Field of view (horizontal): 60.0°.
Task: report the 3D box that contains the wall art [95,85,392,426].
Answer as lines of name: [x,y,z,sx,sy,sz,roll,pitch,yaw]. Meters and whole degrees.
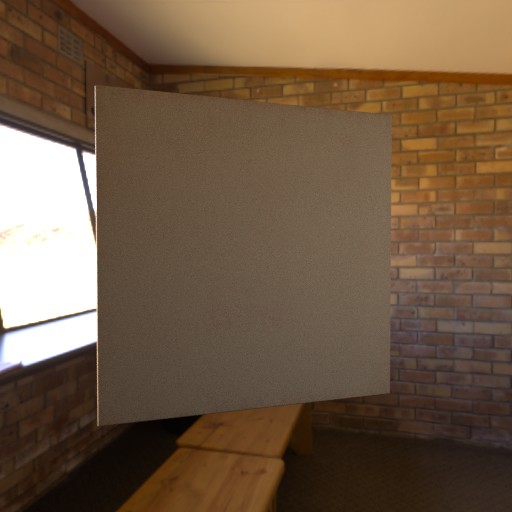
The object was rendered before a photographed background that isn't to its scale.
wall art: [0.000,0.000,0.744,0.503,0.506,0.030,0,1,-17]
